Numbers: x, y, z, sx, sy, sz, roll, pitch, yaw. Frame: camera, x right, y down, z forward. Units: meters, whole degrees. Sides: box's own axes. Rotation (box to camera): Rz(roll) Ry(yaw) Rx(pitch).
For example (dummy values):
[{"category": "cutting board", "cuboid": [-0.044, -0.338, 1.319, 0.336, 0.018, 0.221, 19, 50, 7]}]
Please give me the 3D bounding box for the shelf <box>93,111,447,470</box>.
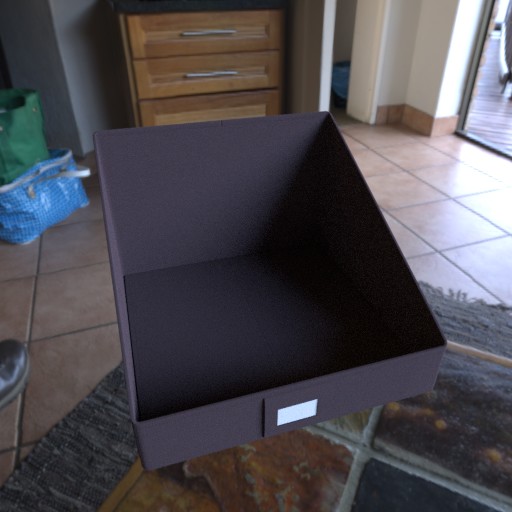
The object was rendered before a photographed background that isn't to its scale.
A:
[{"category": "shelf", "cuboid": [0.000, 0.000, 0.472, 0.292, 0.210, 0.292, -10, 34, -15]}]
